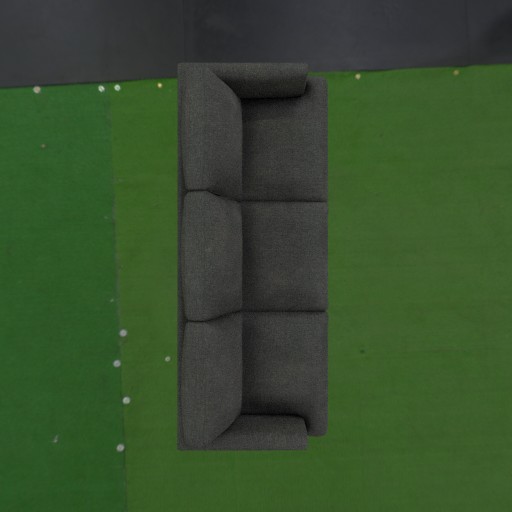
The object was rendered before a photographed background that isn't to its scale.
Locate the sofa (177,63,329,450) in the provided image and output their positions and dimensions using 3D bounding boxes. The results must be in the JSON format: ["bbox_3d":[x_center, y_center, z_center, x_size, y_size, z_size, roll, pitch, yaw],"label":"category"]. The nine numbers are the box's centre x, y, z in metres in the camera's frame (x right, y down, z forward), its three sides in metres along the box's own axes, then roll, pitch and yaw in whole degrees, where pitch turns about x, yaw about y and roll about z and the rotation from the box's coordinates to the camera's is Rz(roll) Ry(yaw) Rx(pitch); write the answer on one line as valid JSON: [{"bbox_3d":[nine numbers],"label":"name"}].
[{"bbox_3d":[0.000,0.000,2.730,0.903,0.930,2.246,0,90,0],"label":"sofa"}]
